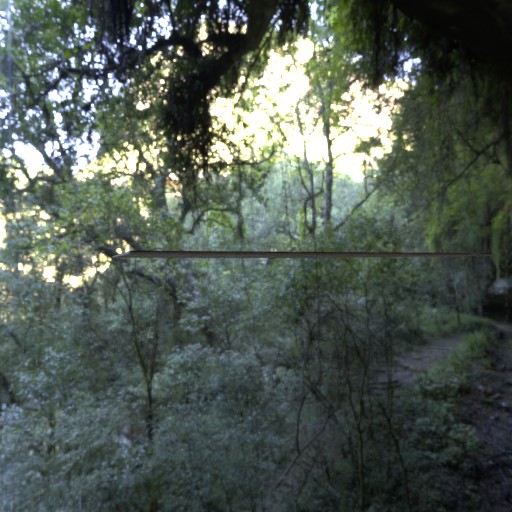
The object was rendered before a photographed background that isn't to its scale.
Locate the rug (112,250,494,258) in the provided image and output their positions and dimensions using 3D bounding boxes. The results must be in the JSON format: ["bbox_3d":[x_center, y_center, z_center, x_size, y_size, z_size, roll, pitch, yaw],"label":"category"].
[{"bbox_3d":[0.000,0.000,4.129,2.466,0.021,3.049,0,-1,-20],"label":"rug"}]
